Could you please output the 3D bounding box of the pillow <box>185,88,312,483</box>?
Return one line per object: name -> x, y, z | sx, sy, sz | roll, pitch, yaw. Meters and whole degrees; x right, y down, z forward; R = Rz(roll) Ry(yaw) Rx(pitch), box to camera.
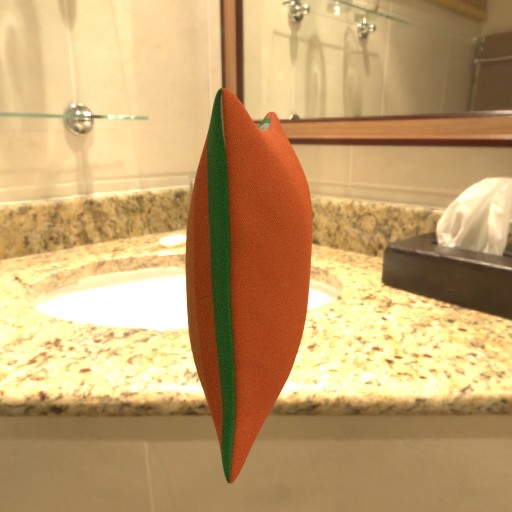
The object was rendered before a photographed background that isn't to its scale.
pillow -> 0.000, 0.000, 0.680 | 0.169, 0.444, 0.453 | 2, 16, 8
